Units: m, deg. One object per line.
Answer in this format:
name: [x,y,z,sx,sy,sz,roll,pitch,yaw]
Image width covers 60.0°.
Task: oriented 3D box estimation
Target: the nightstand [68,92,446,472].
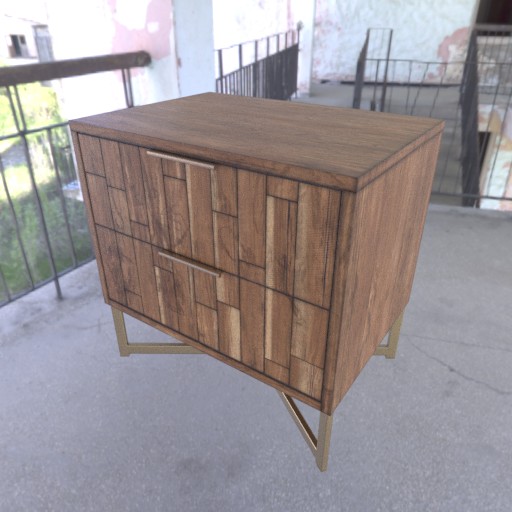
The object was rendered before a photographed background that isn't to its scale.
nightstand: [0.000,0.000,1.019,0.610,0.610,0.446,18,34,30]
